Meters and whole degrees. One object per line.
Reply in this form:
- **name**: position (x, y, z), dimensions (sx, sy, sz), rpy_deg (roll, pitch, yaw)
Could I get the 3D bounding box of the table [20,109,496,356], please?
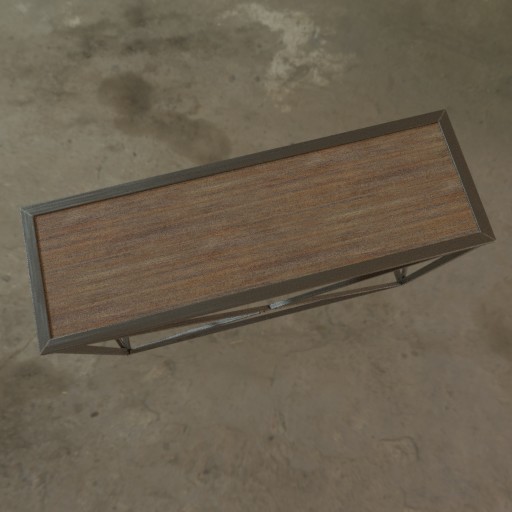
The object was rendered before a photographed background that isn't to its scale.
- **table**: position (0.000, 0.000, 1.551), dimensions (1.216, 0.753, 0.402), rpy_deg (-14, 77, -3)
